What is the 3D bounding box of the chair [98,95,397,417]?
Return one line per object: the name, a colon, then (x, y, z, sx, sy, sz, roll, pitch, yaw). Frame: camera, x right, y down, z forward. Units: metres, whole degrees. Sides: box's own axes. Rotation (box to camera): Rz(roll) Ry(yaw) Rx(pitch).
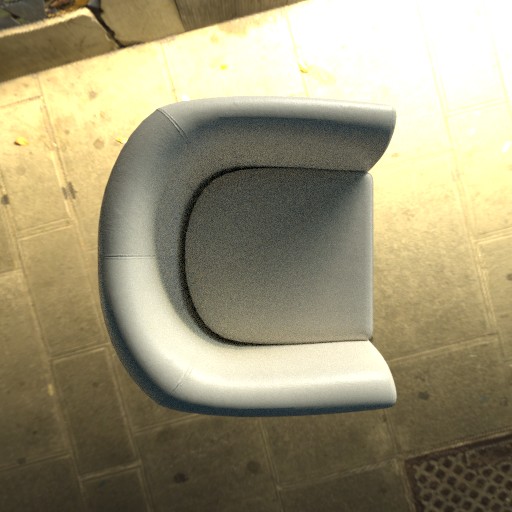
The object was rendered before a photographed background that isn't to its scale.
chair: (0.000, 0.000, 1.361, 0.727, 0.756, 0.792, 0, 90, 0)
